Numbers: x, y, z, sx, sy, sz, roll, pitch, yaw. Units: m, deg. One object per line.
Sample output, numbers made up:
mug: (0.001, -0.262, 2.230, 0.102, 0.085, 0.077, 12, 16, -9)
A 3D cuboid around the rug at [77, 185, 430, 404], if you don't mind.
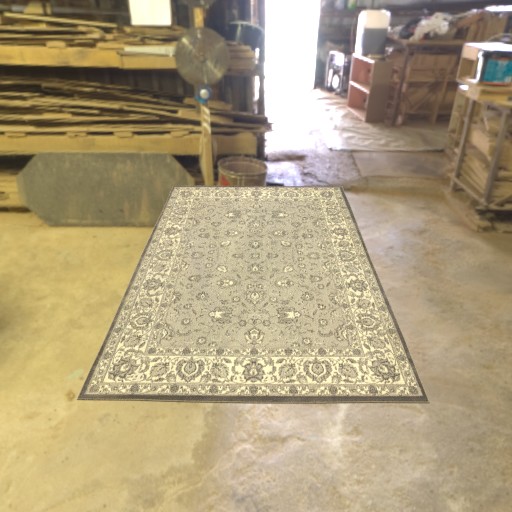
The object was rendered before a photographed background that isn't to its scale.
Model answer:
rug: (0.000, 0.000, 2.935, 1.524, 0.011, 2.438, 0, 31, 1)
